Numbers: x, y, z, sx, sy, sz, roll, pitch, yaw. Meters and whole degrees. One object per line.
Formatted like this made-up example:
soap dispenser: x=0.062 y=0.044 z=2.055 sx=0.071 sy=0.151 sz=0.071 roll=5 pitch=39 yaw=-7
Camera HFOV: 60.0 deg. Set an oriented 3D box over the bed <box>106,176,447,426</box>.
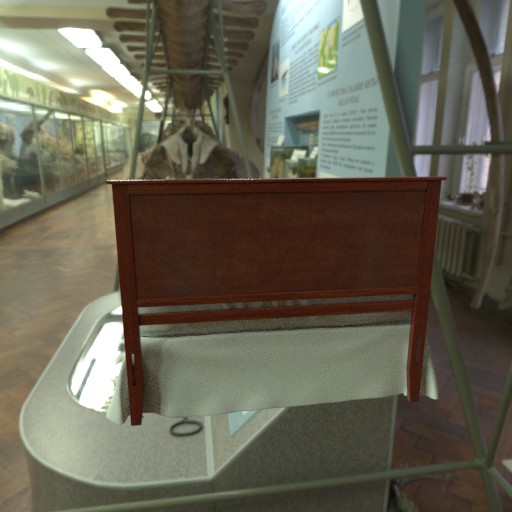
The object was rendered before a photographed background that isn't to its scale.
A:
bed: x=0.000 y=0.000 z=3.234 sx=1.870 sy=1.270 sz=2.050 roll=-2 pitch=15 yaw=-8
